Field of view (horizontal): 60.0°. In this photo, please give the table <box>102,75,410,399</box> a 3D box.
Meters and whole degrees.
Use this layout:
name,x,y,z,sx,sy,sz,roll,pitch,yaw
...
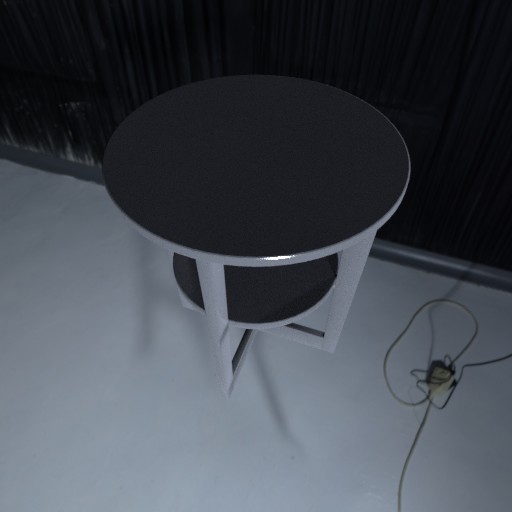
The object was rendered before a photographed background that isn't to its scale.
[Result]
name,x,y,z,sx,sy,sz,roll,pitch,yaw
table,0.000,0.000,0.940,0.500,0.550,0.500,0,48,0
